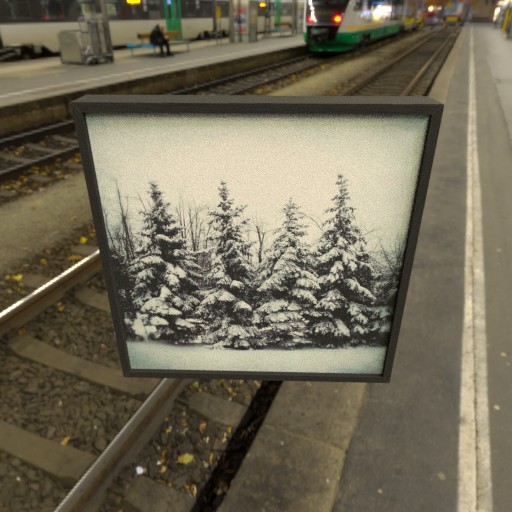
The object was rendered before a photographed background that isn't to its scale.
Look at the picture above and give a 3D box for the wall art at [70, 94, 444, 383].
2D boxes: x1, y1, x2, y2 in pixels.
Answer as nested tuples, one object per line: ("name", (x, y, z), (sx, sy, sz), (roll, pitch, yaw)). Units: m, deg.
("wall art", (0.000, 0.000, 0.451), (0.305, 0.305, 0.037), (1, 29, 2))
